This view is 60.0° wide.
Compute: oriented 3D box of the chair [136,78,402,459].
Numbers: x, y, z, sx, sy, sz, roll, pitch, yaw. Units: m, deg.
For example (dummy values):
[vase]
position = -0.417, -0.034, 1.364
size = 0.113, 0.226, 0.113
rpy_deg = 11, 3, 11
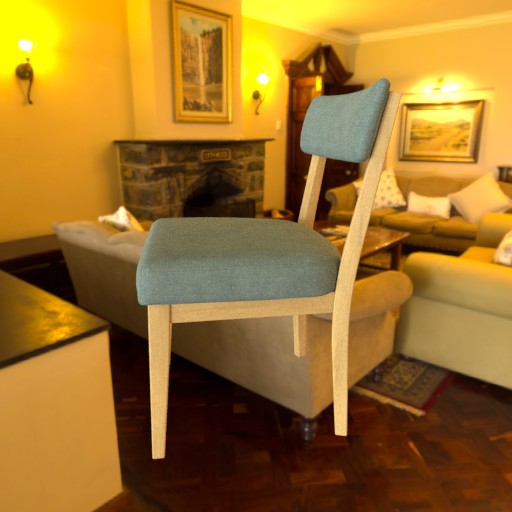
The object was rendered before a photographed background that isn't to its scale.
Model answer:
[chair]
position = 0.000, 0.000, 1.165
size = 0.572, 0.832, 0.508
rpy_deg = -2, 16, -9
